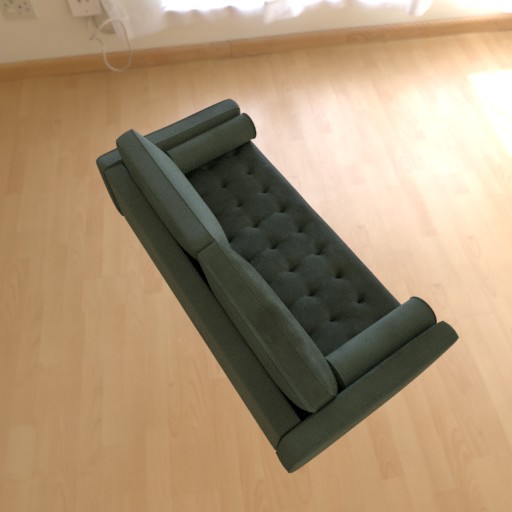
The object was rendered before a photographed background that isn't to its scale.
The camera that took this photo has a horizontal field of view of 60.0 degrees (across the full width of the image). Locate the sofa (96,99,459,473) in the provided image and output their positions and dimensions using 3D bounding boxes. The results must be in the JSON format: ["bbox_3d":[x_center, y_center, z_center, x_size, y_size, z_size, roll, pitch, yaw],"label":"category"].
[{"bbox_3d":[0.000,0.000,2.334,0.916,0.772,1.880,-30,64,-16],"label":"sofa"}]
